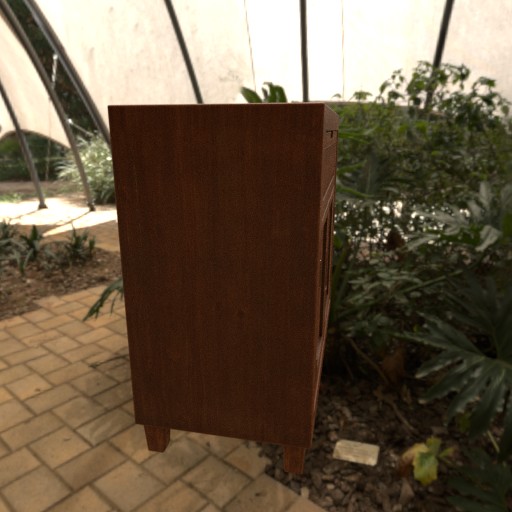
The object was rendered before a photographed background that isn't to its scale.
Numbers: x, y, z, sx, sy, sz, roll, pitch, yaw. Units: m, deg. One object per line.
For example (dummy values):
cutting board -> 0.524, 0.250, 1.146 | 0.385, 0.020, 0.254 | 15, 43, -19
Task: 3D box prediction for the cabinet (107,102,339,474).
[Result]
cabinet -> 0.000, 0.000, 1.269 | 0.412, 0.785, 0.796 | 3, 16, 12
